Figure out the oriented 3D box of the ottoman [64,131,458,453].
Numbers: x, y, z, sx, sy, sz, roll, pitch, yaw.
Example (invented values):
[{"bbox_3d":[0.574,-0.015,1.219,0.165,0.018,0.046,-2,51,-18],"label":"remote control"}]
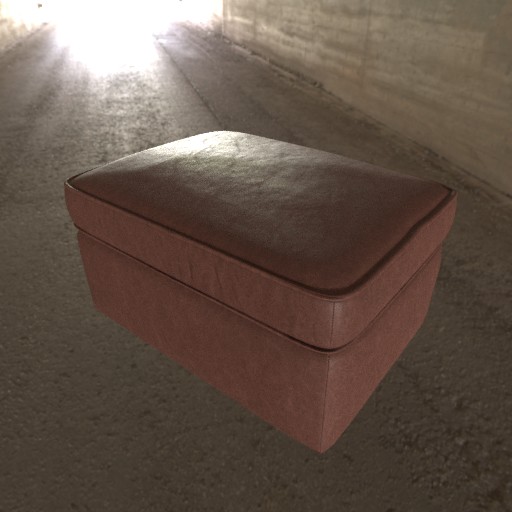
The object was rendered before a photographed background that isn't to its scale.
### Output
[{"bbox_3d":[0.000,0.000,1.075,0.749,0.449,0.548,23,38,32],"label":"ottoman"}]
